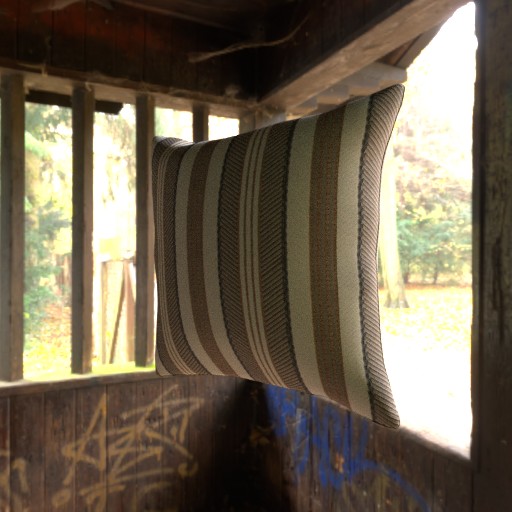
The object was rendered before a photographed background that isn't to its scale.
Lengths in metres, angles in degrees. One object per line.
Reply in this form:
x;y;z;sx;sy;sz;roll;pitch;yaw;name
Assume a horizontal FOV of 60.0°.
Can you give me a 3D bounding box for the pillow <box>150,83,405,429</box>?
0.000;0.000;0.627;0.416;0.401;0.173;0;0;35;pillow
